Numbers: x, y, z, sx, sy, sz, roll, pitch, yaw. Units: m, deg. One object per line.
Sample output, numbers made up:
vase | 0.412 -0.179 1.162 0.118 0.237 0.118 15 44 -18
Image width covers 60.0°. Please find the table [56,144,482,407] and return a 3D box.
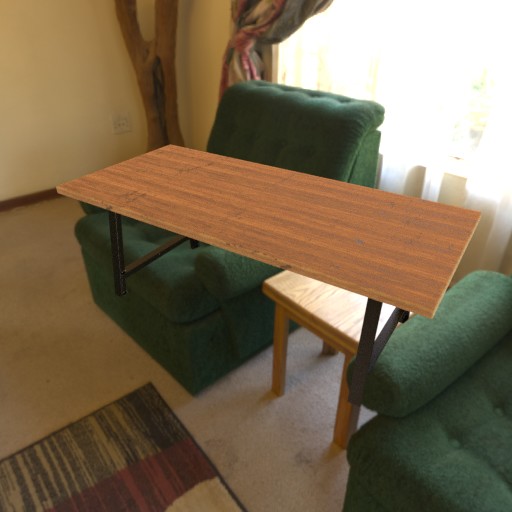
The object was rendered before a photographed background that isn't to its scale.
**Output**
table | 0.000 0.000 2.686 2.200 0.757 1.000 18 36 28
